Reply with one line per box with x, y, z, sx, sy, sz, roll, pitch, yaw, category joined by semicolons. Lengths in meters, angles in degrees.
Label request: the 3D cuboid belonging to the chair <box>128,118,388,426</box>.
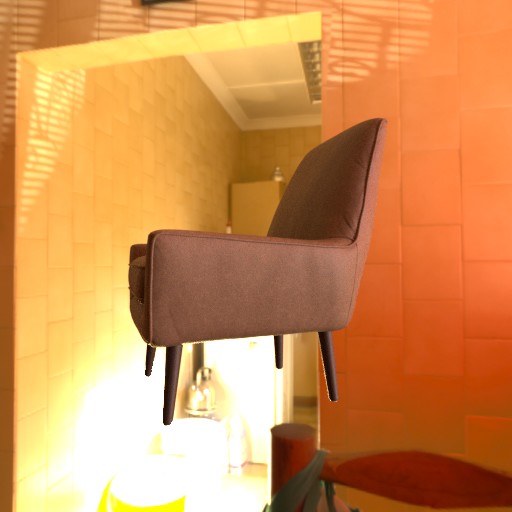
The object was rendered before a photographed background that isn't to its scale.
0.000;0.000;1.506;0.824;0.888;0.787;0;-1;-19;chair
